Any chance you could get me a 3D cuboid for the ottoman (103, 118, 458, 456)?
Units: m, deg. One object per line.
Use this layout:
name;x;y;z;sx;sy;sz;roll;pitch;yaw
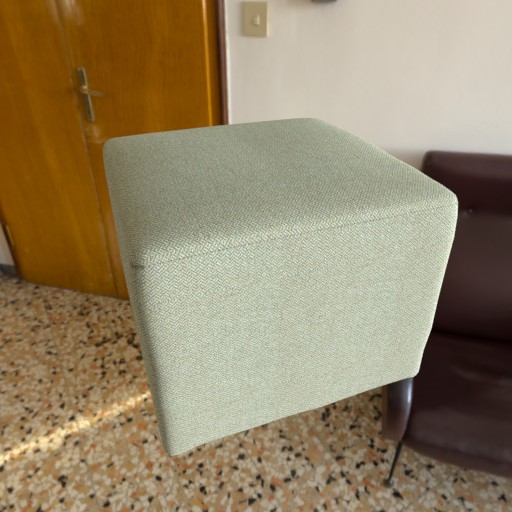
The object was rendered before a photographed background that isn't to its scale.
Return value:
ottoman;0.000;0.000;0.909;0.521;0.453;0.512;-11;34;-17
